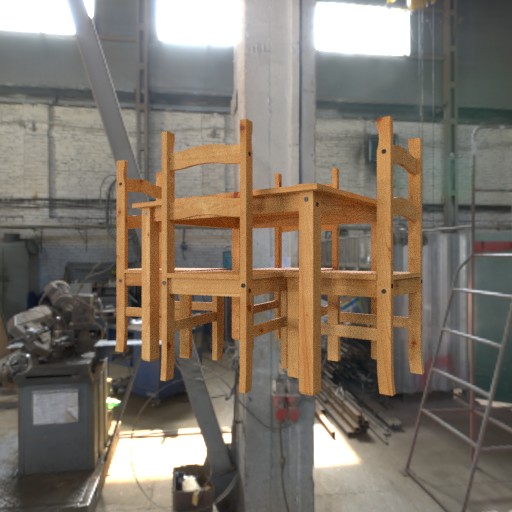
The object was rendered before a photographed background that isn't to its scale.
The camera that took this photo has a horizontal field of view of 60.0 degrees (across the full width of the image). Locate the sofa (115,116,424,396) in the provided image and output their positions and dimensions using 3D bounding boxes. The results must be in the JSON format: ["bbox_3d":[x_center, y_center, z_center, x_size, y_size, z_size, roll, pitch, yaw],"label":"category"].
[{"bbox_3d":[0.000,0.000,2.205,1.529,1.000,1.144,0,0,36],"label":"sofa"}]
